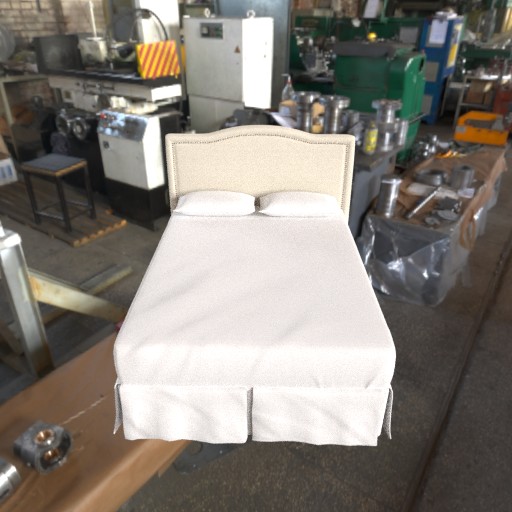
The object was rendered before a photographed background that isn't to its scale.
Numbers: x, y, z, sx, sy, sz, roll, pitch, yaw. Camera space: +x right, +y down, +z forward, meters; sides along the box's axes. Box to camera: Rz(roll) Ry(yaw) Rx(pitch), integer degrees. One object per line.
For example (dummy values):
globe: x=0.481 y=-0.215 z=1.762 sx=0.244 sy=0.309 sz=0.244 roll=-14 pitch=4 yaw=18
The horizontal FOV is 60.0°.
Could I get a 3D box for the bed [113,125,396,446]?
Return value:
bed: x=0.000 y=0.000 z=3.305 sx=1.741 sy=1.449 sz=2.196 roll=0 pitch=29 yaw=1
